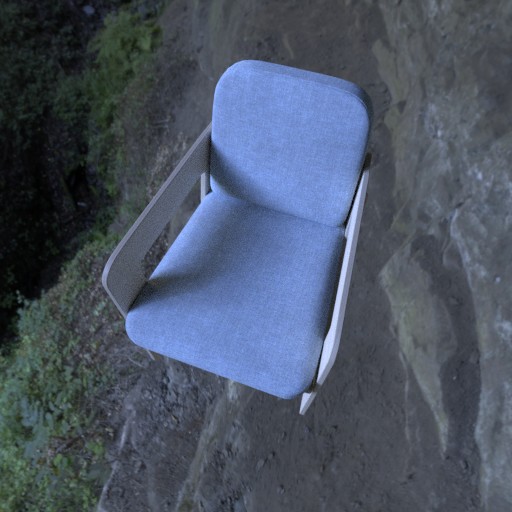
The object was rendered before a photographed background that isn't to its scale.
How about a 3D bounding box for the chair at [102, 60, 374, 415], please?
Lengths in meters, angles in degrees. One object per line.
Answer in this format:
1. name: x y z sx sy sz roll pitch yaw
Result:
1. chair: 0.000 0.000 1.303 0.590 0.800 0.710 17 60 10
